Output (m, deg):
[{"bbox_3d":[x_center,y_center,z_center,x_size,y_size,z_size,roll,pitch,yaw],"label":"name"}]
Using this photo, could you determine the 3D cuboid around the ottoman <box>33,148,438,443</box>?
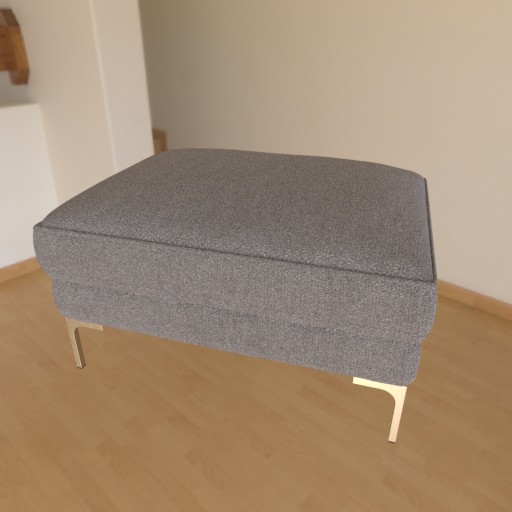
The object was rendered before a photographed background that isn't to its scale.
[{"bbox_3d":[0.000,0.000,1.103,0.785,0.464,0.583,8,29,15],"label":"ottoman"}]
